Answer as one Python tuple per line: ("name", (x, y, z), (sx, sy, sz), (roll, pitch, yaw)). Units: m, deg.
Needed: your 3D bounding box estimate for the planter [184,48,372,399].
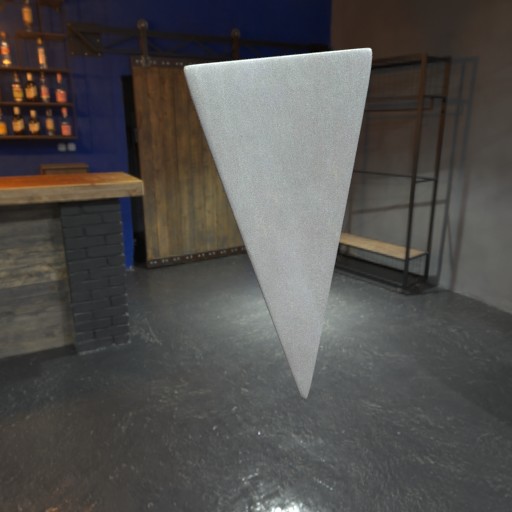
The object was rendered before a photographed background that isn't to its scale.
("planter", (0.000, 0.000, 0.156), (0.047, 0.130, 0.058), (-8, 19, -25))
